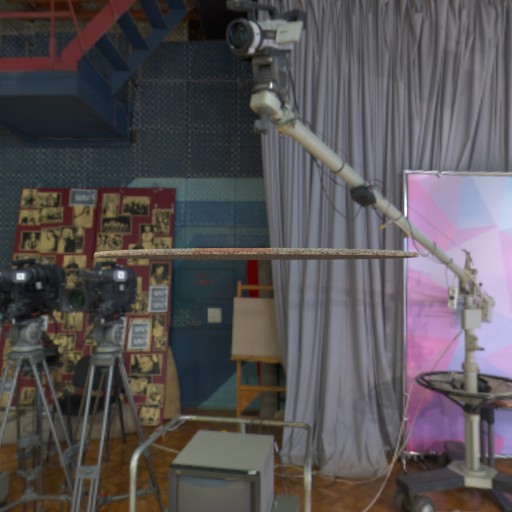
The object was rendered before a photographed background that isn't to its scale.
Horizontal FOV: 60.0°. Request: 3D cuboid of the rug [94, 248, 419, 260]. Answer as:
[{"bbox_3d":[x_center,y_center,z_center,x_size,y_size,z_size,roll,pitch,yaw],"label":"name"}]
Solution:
[{"bbox_3d":[0.000,0.000,3.570,2.461,0.033,2.461,0,-1,0],"label":"rug"}]
